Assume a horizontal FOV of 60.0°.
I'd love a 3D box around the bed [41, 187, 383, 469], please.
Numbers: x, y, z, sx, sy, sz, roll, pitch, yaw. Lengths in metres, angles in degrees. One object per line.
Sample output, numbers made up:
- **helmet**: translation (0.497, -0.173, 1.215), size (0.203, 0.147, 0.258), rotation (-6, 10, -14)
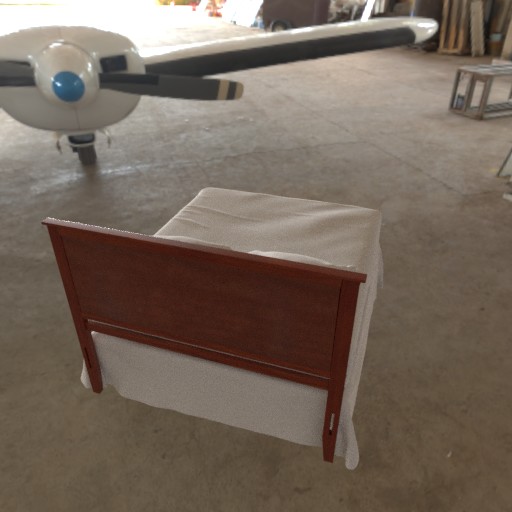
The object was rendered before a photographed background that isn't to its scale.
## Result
- **bed**: translation (0.000, 0.000, 3.206), size (1.870, 1.270, 2.050), rotation (10, 33, 16)
